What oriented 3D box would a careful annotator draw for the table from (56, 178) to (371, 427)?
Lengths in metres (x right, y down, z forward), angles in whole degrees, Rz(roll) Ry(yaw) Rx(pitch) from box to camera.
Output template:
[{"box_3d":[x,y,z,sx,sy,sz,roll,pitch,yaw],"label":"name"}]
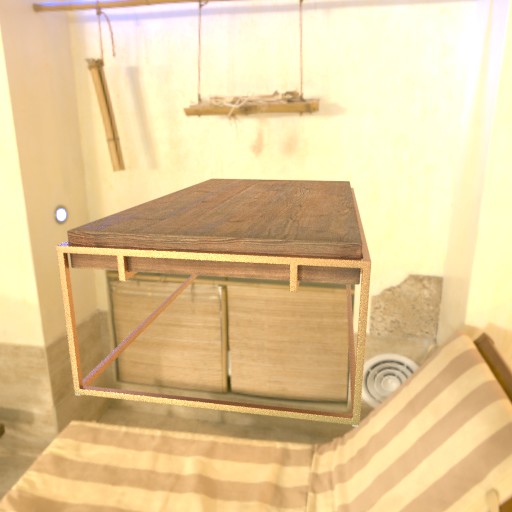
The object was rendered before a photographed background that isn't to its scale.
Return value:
[{"box_3d":[0.000,0.000,1.763,0.775,0.468,1.387,3,16,10],"label":"table"}]
